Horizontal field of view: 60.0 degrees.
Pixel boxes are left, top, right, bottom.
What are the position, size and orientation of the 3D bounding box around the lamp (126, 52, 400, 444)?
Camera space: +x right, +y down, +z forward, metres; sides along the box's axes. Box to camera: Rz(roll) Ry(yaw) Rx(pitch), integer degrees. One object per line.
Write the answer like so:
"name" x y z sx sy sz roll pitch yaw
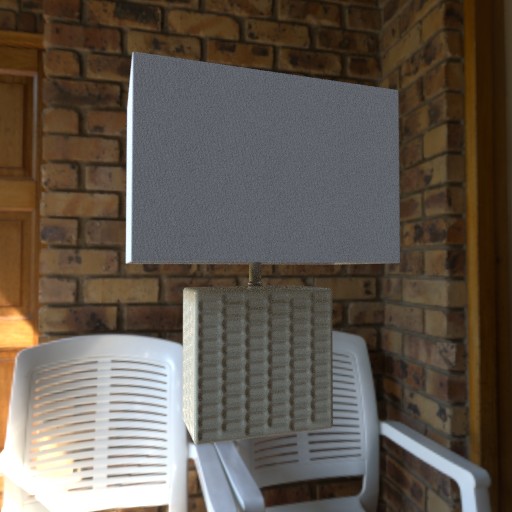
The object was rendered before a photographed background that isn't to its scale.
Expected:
"lamp" 0.000 0.000 0.685 0.380 0.515 0.200 1 -2 -18
